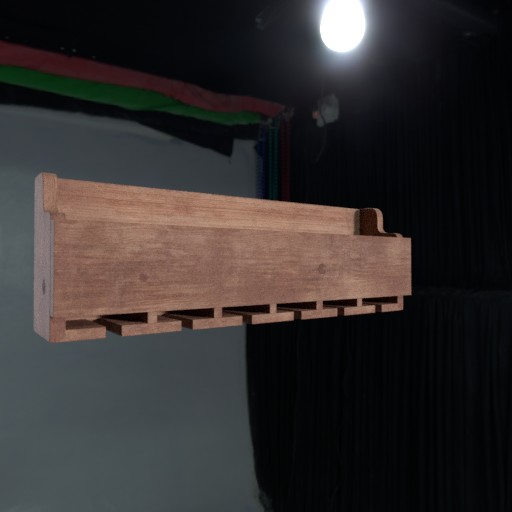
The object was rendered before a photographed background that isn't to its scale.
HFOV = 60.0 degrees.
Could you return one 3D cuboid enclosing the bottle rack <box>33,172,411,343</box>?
[{"bbox_3d":[0.000,0.000,0.693,0.608,0.196,0.126,1,-1,-35],"label":"bottle rack"}]
